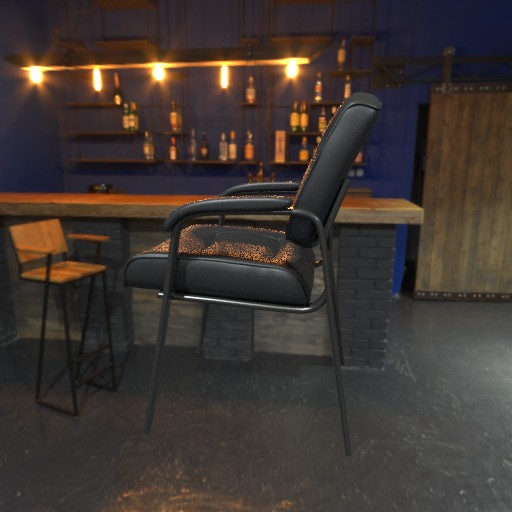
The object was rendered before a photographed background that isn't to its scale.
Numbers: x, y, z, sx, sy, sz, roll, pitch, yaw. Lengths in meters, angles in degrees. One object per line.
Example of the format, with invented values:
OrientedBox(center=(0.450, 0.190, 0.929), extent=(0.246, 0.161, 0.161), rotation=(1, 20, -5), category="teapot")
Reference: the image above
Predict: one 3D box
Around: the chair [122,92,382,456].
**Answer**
OrientedBox(center=(0.000, 0.000, 1.337), extent=(0.668, 0.910, 0.591), rotation=(2, 14, 9), category="chair")
